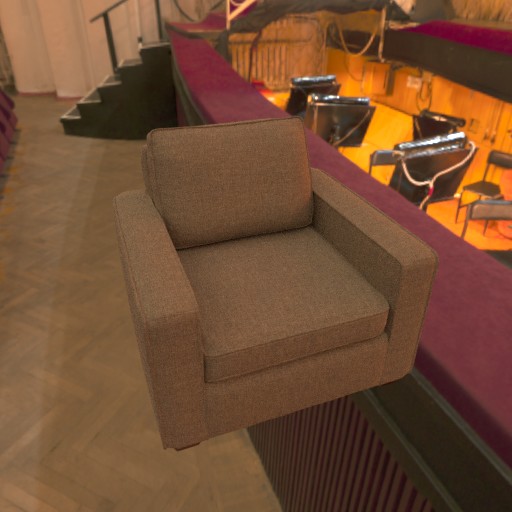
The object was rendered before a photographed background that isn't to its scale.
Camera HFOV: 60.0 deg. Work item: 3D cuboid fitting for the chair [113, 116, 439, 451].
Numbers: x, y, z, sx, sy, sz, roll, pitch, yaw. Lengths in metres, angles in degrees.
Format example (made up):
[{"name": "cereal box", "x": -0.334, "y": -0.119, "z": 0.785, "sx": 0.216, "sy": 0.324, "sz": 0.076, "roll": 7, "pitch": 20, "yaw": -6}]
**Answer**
[{"name": "chair", "x": 0.000, "y": 0.000, "z": 1.765, "sx": 1.016, "sy": 0.914, "sz": 0.940, "roll": -11, "pitch": 33, "yaw": -17}]
